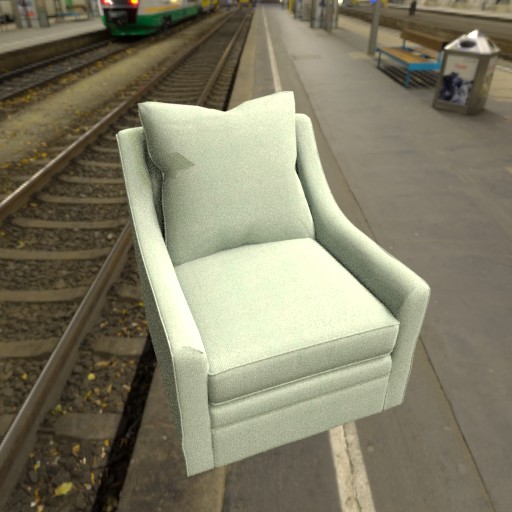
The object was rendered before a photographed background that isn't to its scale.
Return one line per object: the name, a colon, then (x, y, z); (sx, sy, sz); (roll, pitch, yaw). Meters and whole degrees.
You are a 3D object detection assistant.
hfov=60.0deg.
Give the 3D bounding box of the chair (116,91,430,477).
chair: (0.000, 0.000, 1.524); (0.760, 0.926, 0.870); (-11, 32, -18)
